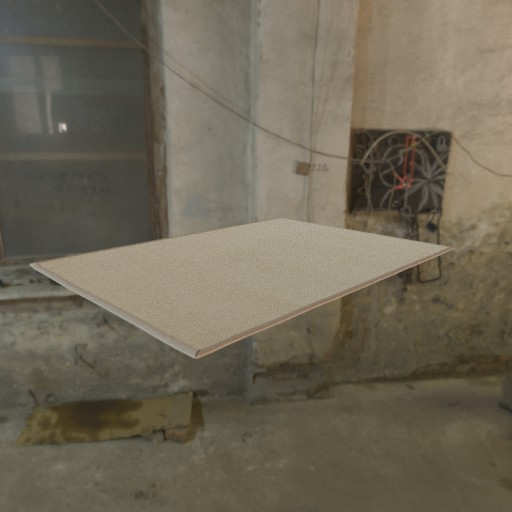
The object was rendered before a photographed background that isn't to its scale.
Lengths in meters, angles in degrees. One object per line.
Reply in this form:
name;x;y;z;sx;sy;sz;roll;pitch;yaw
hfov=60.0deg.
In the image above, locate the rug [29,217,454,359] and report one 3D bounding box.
rug;0.000;0.000;2.647;2.081;0.020;1.525;-15;21;-43
